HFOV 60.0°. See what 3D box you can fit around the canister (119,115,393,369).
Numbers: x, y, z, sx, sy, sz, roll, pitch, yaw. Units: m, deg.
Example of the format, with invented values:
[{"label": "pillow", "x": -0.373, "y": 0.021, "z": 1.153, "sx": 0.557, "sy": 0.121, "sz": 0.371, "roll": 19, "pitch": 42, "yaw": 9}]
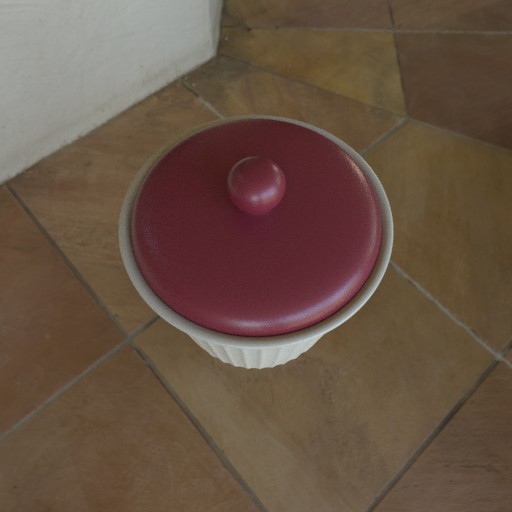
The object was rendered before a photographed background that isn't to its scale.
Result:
[{"label": "canister", "x": 0.000, "y": 0.000, "z": 0.346, "sx": 0.181, "sy": 0.211, "sz": 0.181, "roll": 0, "pitch": 62, "yaw": 0}]
